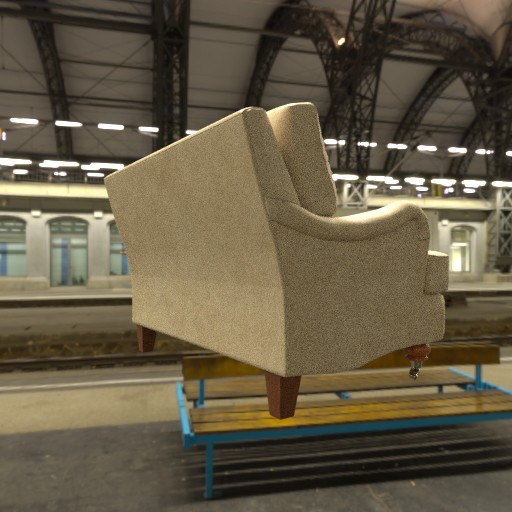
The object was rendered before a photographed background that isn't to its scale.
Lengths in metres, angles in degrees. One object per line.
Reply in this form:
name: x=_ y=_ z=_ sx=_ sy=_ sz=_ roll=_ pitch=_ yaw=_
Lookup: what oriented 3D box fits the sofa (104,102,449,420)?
sofa: x=0.000 y=0.000 z=2.205 sx=1.086 sy=1.087 sz=1.498 roll=0 pitch=0 yaw=-35
